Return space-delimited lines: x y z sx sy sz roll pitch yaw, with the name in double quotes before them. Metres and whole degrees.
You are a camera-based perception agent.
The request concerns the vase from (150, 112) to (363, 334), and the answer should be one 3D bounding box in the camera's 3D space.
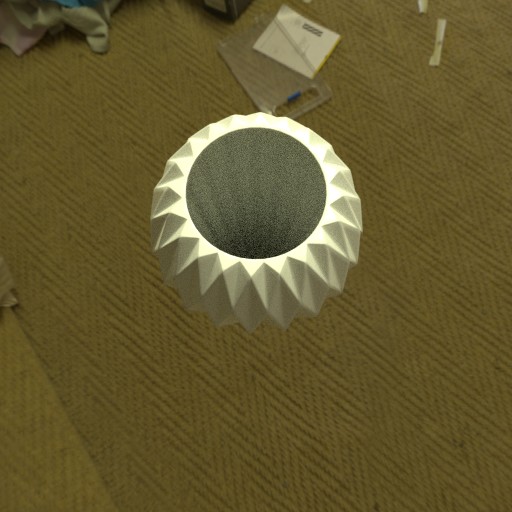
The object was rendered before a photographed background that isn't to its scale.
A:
"vase" 0.000 0.000 0.348 0.133 0.263 0.133 0 76 0
